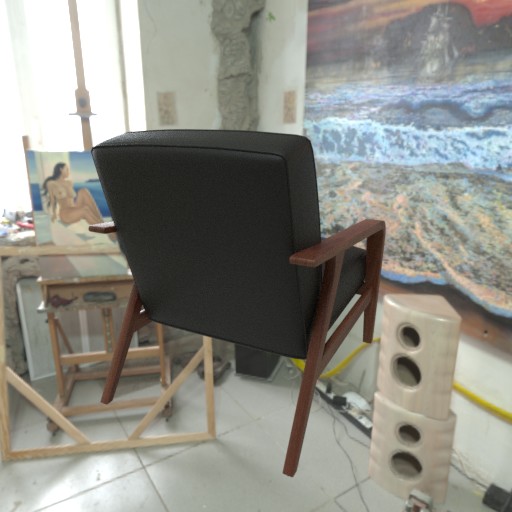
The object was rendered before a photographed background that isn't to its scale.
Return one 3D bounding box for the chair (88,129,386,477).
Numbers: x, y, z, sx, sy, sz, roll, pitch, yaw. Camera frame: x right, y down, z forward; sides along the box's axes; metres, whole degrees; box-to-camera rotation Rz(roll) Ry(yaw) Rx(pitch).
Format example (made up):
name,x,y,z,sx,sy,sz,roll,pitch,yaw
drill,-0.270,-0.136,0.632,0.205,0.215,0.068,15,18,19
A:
name,x,y,z,sx,sy,sz,roll,pitch,yaw
chair,0.000,0.000,1.545,0.719,0.861,0.889,9,19,26
